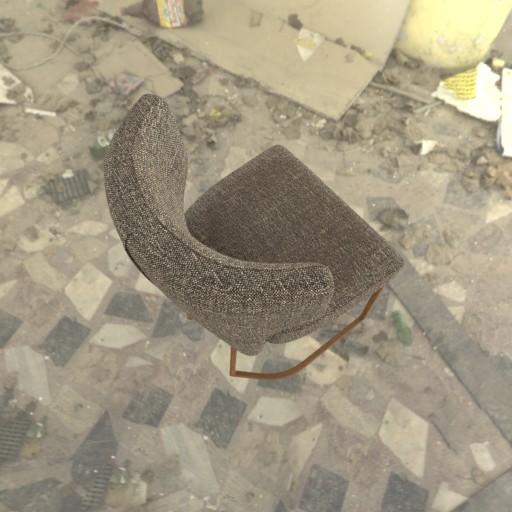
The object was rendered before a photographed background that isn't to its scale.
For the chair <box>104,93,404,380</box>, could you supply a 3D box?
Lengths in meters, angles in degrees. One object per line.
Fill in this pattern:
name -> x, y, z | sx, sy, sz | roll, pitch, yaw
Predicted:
chair -> 0.000, 0.000, 1.227 | 0.617, 0.824, 0.611 | -34, 66, -17
